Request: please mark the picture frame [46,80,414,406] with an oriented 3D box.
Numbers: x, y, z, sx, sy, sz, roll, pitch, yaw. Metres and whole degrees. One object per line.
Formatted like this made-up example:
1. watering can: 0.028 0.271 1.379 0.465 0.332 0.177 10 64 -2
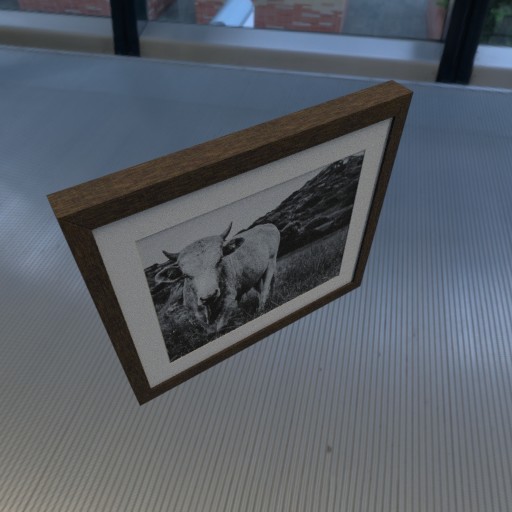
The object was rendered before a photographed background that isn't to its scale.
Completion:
1. picture frame: 0.000 0.000 0.537 0.378 0.330 0.033 -25 52 -21
